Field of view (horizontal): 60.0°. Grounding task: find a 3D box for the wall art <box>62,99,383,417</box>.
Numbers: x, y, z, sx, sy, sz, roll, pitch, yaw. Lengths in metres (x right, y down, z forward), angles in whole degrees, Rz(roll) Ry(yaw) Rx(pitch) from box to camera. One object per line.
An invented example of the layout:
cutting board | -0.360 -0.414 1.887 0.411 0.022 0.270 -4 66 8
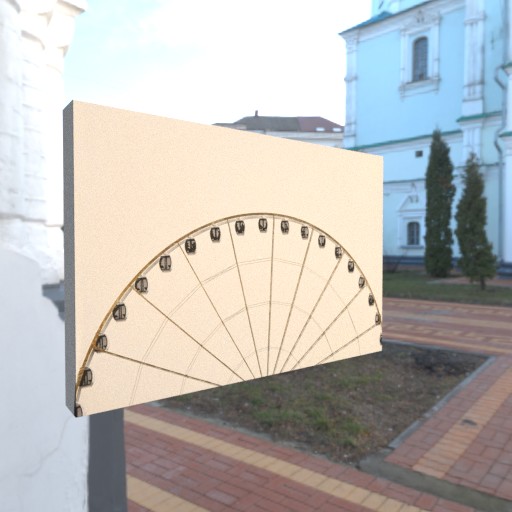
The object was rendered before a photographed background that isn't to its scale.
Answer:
wall art | 0.000 0.000 0.480 0.384 0.254 0.039 -1 2 -36
